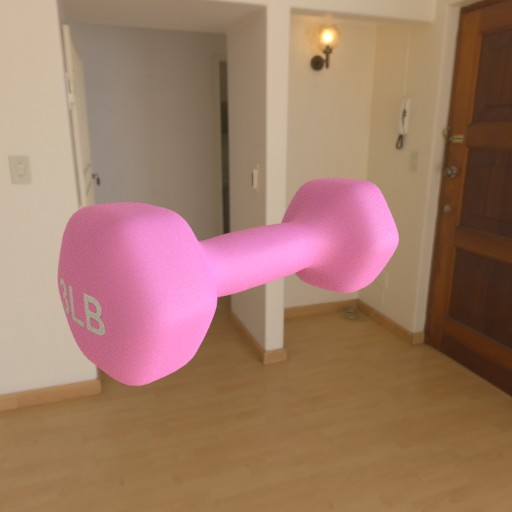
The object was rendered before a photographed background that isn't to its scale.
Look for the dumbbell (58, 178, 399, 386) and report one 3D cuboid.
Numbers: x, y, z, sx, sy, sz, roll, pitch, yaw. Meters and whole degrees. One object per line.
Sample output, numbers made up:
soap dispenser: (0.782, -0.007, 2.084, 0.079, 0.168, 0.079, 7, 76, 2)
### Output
dumbbell: (0.000, 0.000, 0.193, 0.159, 0.058, 0.064, -15, 21, -43)
